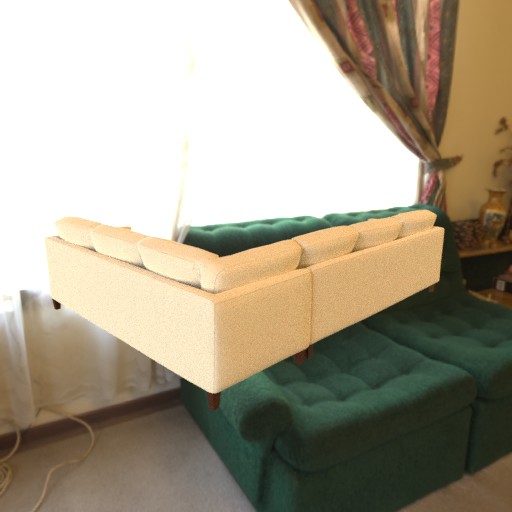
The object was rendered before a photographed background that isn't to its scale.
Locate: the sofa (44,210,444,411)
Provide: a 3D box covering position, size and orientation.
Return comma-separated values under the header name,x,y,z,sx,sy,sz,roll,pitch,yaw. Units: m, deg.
name,x,y,z,sx,sy,sz,roll,pitch,yaw
sofa,0.000,0.000,4.578,2.593,0.947,3.302,14,20,43
